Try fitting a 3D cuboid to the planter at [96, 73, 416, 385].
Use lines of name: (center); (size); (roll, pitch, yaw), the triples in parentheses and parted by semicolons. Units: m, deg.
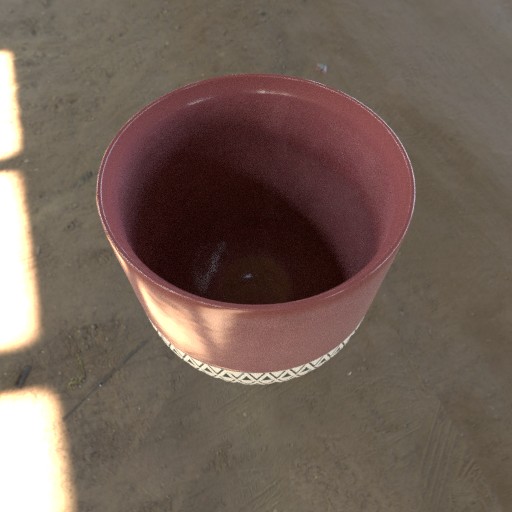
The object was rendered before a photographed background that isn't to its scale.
planter: (0.000, 0.000, 0.486); (0.266, 0.270, 0.266); (0, 57, 0)
